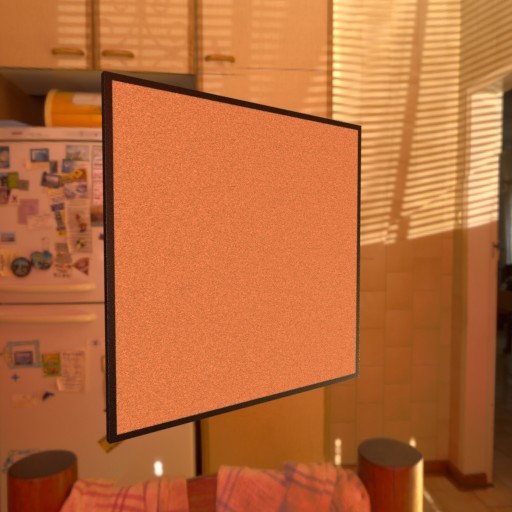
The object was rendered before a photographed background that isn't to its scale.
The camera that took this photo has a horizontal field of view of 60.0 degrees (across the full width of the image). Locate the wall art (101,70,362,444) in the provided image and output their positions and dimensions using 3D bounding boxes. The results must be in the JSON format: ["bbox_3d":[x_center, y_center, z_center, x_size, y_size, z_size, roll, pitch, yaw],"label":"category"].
[{"bbox_3d":[0.000,0.000,0.680,0.457,0.458,0.012,-2,3,-35],"label":"wall art"}]
